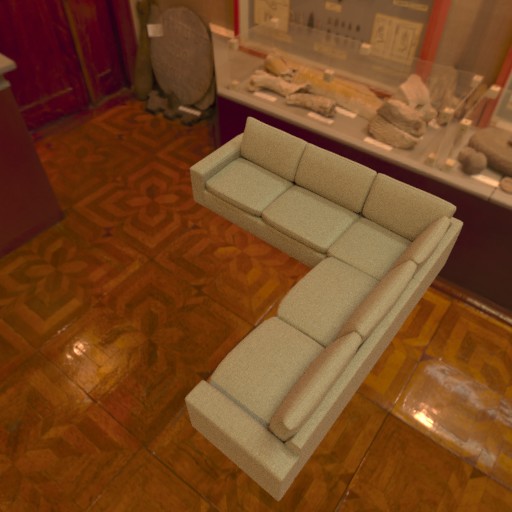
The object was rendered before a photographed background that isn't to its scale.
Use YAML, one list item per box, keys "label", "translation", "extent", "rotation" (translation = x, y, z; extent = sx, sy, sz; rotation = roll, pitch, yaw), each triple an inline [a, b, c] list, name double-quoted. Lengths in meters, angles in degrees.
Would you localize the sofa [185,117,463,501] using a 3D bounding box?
- label: "sofa"
  translation: [0.000, 0.000, 3.961]
  extent: [2.622, 0.800, 2.742]
  rotation: [31, 55, 25]
